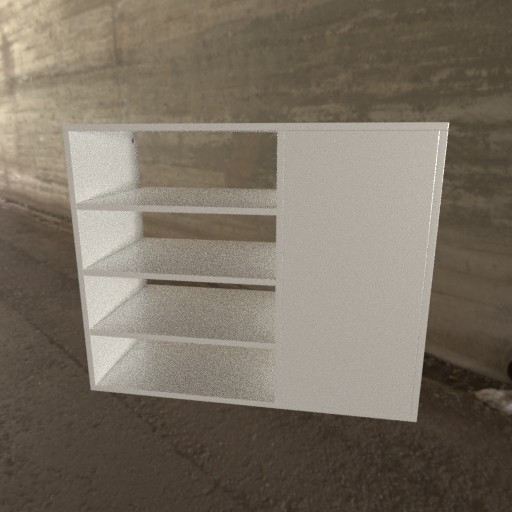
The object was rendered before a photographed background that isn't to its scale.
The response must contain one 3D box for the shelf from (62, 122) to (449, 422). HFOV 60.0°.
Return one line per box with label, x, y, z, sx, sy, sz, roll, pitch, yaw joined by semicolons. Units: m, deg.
shelf;0.000;0.000;1.293;0.895;0.732;0.396;2;15;9
